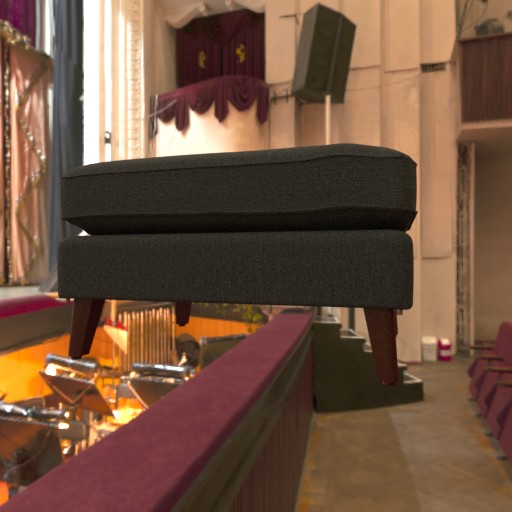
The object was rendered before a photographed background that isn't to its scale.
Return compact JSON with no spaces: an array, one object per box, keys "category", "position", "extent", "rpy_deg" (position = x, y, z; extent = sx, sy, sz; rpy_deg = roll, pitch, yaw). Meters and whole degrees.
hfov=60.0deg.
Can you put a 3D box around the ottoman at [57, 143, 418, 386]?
[{"category":"ottoman","position":[0.000,0.000,1.241],"extent":[0.835,0.503,0.629],"rpy_deg":[0,0,18]}]
